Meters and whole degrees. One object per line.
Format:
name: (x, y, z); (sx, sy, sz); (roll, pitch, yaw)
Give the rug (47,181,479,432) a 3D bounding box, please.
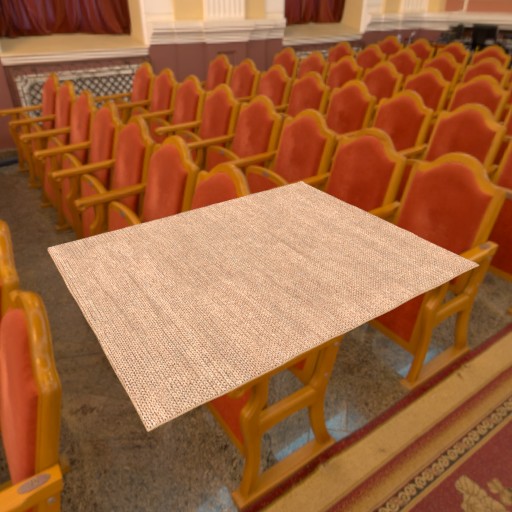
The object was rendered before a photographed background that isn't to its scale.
rug: (0.000, 0.000, 3.981); (3.052, 0.030, 2.429); (-19, 35, -29)
